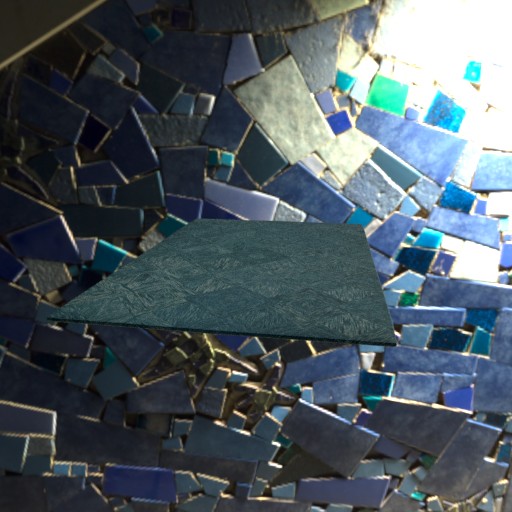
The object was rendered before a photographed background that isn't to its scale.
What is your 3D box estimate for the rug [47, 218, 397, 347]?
[{"bbox_3d":[0.000,0.000,2.195,1.136,0.017,1.728,3,16,9],"label":"rug"}]
